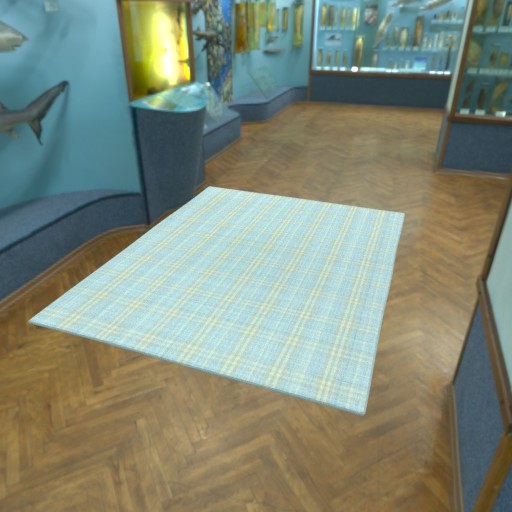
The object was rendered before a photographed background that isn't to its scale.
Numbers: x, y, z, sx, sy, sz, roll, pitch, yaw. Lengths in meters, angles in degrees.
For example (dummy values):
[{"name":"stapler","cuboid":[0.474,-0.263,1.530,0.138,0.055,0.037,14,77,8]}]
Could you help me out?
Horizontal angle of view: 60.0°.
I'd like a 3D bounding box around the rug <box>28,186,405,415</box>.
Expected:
[{"name":"rug","cuboid":[0.000,0.000,4.141,2.462,0.030,3.066,10,31,18]}]
